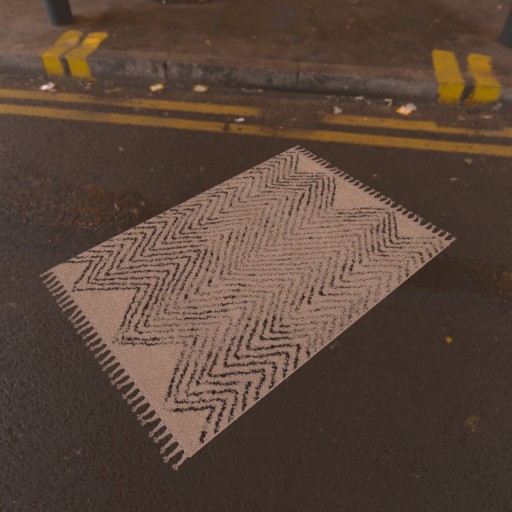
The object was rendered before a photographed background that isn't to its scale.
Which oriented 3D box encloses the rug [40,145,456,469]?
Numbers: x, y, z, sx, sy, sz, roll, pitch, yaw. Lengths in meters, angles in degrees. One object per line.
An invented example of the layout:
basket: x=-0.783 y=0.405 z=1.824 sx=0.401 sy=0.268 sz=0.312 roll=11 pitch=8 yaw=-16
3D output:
rug: x=0.000 y=0.000 z=2.311 sx=1.847 sy=0.014 sz=1.230 roll=-32 pitch=54 yaw=-27
